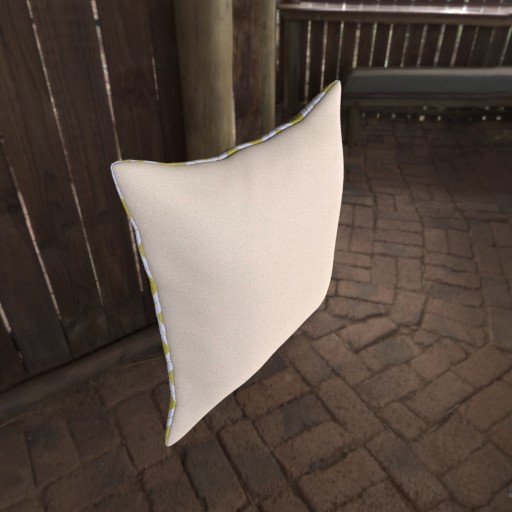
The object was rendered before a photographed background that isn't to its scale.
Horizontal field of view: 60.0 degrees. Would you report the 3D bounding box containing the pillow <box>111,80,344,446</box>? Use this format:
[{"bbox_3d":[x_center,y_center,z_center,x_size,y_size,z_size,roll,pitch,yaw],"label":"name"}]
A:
[{"bbox_3d":[0.000,0.000,0.762,0.188,0.494,0.504,22,39,30],"label":"pillow"}]
